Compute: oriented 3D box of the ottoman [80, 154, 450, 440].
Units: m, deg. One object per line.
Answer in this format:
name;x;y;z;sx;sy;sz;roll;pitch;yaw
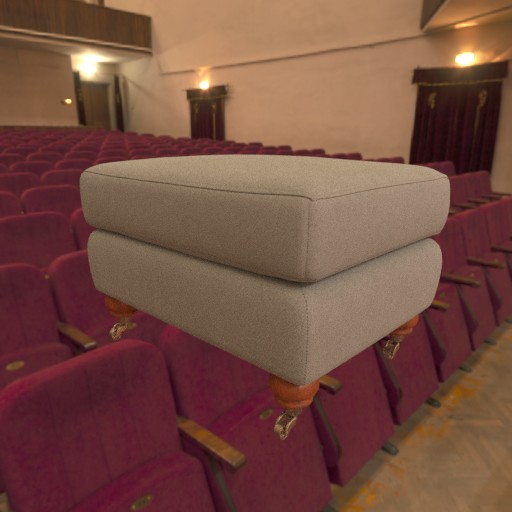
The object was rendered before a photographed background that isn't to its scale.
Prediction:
ottoman;0.000;0.000;1.137;0.773;0.499;0.569;14;21;42
